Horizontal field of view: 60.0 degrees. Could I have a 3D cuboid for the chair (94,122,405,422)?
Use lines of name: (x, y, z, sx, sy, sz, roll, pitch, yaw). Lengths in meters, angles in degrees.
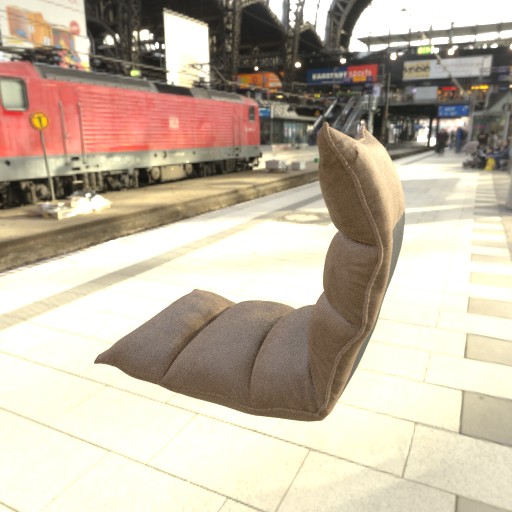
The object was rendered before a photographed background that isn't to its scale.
chair: (0.000, 0.000, 1.574, 0.985, 0.892, 0.714, 7, 17, 23)
